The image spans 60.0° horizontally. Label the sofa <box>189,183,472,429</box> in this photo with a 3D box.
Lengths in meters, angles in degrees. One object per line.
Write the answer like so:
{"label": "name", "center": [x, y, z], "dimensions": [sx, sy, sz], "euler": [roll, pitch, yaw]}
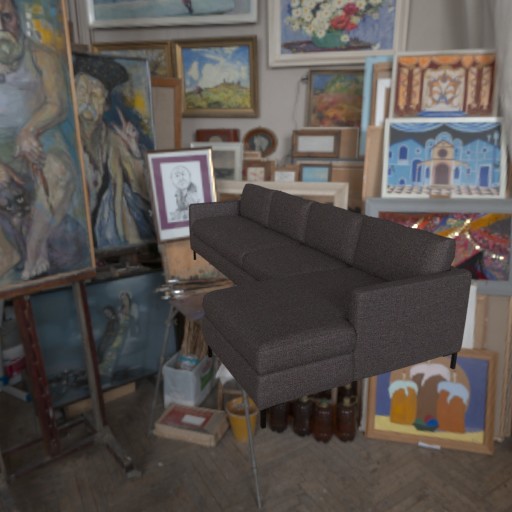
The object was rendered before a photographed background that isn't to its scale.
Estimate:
{"label": "sofa", "center": [0.000, 0.000, 3.845], "dimensions": [1.483, 0.892, 3.221], "euler": [-7, 18, -24]}
